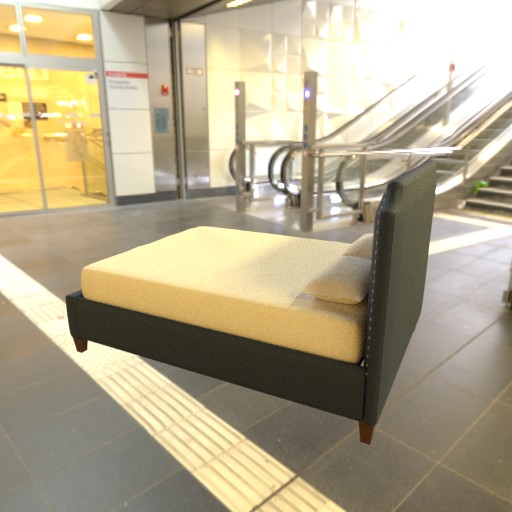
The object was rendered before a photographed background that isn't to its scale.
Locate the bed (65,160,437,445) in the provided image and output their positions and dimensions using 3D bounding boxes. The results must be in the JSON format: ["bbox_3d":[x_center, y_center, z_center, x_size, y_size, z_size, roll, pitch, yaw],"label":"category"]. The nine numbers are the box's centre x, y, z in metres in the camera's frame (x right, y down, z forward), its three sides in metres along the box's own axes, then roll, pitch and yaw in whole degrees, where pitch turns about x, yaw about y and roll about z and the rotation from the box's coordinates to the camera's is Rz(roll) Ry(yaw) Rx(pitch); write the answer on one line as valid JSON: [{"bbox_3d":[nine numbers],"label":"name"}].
[{"bbox_3d":[0.000,0.000,3.434,2.372,1.443,1.712,8,19,26],"label":"bed"}]
